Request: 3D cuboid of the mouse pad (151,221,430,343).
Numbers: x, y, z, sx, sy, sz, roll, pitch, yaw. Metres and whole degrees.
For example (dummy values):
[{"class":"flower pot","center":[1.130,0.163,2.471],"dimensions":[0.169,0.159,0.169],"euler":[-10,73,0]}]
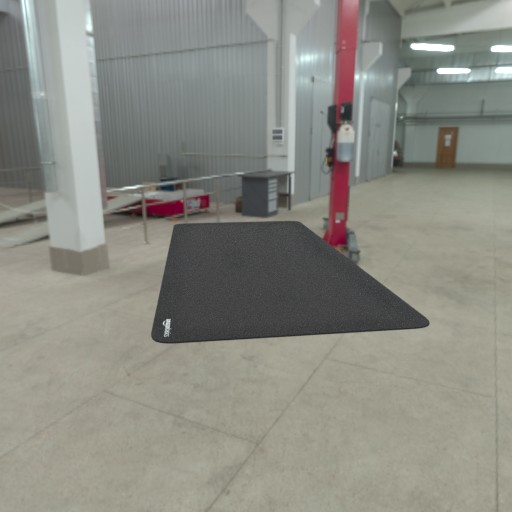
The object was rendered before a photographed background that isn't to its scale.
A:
[{"class":"mouse pad","center":[0.000,0.000,1.071],"dimensions":[0.424,0.003,0.907],"euler":[-2,15,-8]}]
